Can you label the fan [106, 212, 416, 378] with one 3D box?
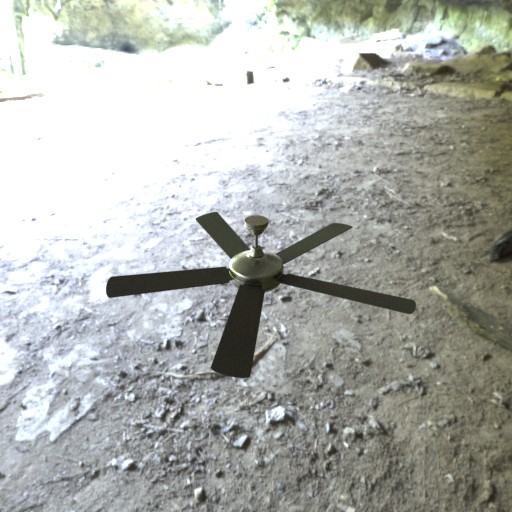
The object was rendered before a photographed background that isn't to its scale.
[{"bbox_3d":[0.000,0.000,2.008,1.321,0.356,1.321,-1,30,-1],"label":"fan"}]
